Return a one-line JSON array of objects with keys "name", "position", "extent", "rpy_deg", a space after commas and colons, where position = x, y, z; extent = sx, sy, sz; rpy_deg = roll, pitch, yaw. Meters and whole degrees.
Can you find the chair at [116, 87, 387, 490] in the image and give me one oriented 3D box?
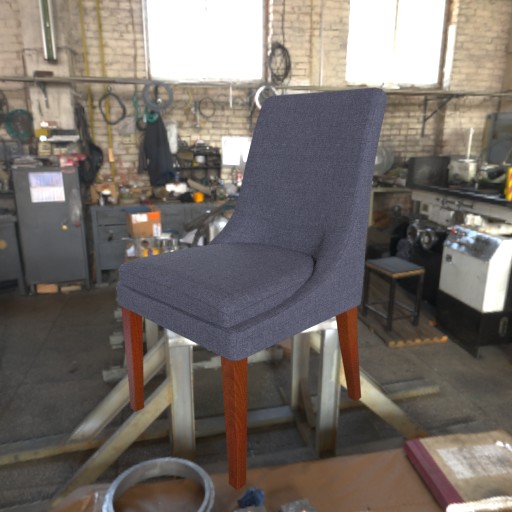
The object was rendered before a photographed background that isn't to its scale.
[{"name": "chair", "position": [0.000, 0.000, 1.312], "extent": [0.508, 0.952, 0.655], "rpy_deg": [14, 21, 42]}]
